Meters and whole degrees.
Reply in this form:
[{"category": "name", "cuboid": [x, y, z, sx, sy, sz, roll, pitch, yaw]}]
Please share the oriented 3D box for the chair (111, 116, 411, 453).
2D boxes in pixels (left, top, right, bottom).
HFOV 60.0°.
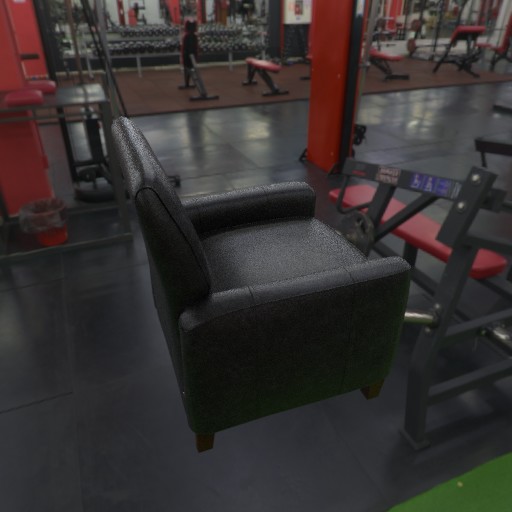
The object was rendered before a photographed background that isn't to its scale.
[{"category": "chair", "cuboid": [0.000, 0.000, 1.661, 0.864, 1.014, 0.848, -11, 32, -17]}]
